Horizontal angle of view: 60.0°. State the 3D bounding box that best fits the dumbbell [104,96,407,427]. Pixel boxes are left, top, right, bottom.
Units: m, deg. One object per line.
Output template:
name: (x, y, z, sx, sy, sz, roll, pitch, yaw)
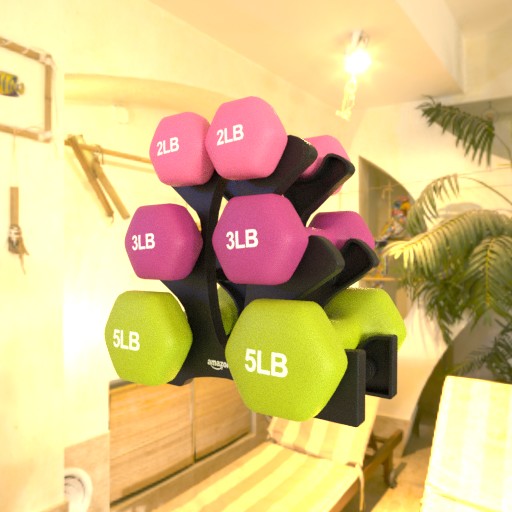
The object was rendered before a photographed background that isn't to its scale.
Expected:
dumbbell: (0.000, 0.000, 0.447, 0.257, 0.261, 0.203, 0, 0, 35)
